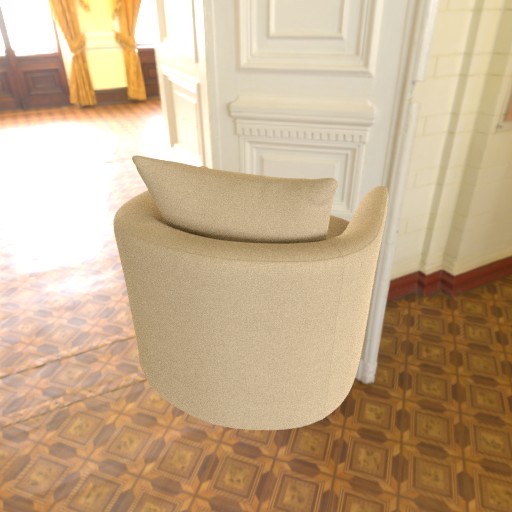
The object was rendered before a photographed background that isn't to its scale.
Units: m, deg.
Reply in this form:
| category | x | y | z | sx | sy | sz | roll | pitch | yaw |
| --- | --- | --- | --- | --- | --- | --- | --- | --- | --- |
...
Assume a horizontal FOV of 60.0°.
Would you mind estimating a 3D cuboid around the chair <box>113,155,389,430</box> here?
| category | x | y | z | sx | sy | sz | roll | pitch | yaw |
| --- | --- | --- | --- | --- | --- | --- | --- | --- | --- |
| chair | 0.000 | 0.000 | 1.596 | 0.845 | 0.848 | 0.910 | 9 | 32 | 15 |
